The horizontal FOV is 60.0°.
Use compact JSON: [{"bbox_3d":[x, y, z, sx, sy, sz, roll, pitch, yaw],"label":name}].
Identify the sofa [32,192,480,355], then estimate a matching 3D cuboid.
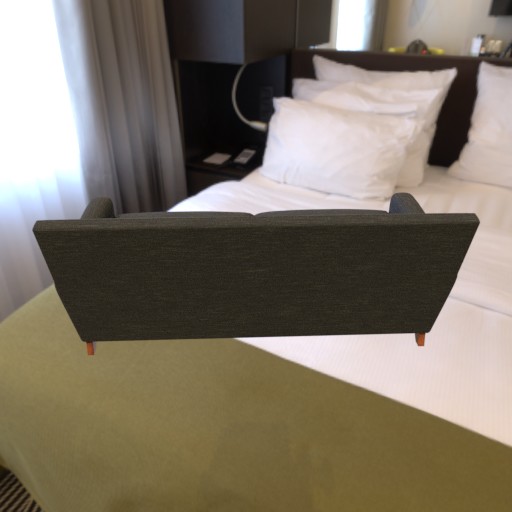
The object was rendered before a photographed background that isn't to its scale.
[{"bbox_3d":[0.000,0.000,2.454,1.976,0.846,0.875,-1,30,-2],"label":"sofa"}]
